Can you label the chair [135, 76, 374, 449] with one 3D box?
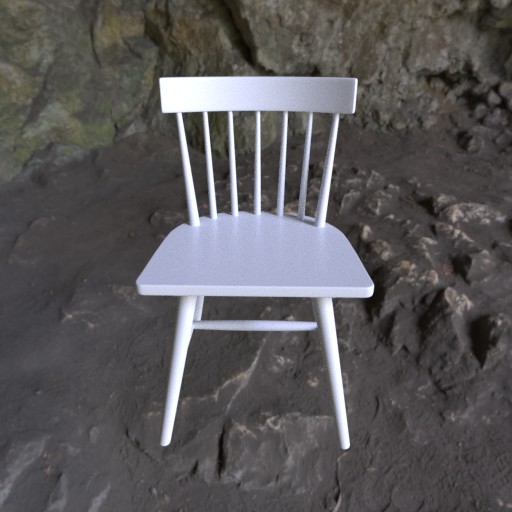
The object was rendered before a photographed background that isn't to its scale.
[{"bbox_3d":[0.000,0.000,1.098,0.483,0.787,0.500,1,29,1],"label":"chair"}]
